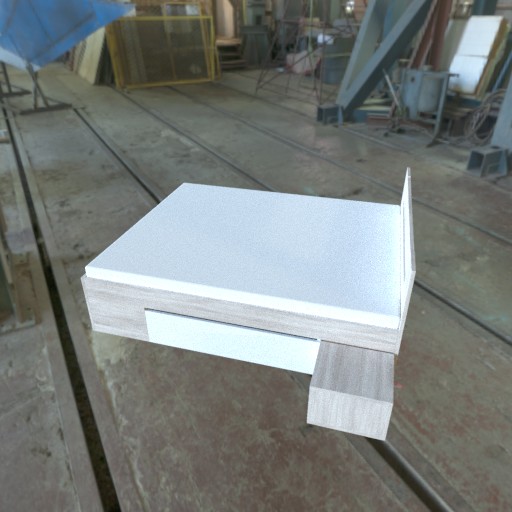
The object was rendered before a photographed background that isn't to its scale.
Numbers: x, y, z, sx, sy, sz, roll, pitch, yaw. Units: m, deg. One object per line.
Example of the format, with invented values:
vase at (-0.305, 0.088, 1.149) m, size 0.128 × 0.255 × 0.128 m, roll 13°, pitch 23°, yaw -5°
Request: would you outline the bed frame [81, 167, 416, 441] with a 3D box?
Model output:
bed frame at (0.000, 0.000, 3.240) m, size 2.050 × 0.860 × 2.040 m, roll 8°, pitch 31°, yaw 14°
